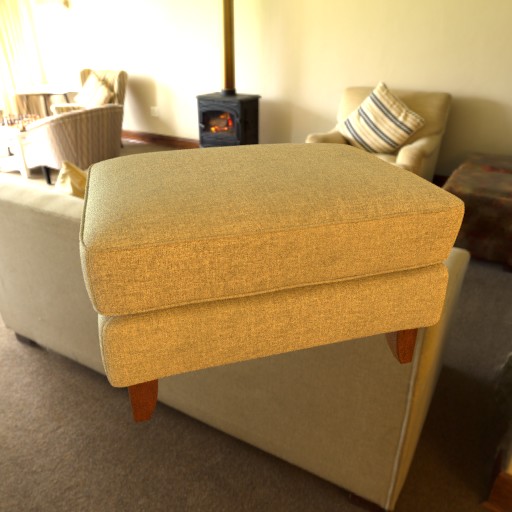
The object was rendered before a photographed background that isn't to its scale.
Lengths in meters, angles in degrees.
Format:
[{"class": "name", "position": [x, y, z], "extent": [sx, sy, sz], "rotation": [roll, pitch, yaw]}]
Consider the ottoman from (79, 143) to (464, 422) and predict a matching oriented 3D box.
[{"class": "ottoman", "position": [0.000, 0.000, 1.290], "extent": [0.889, 0.561, 0.661], "rotation": [-8, 28, -15]}]
